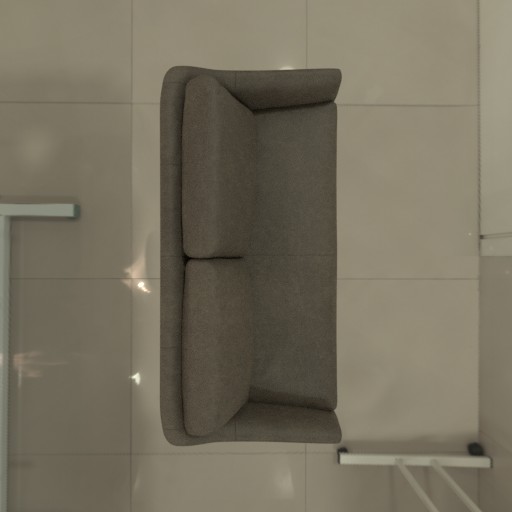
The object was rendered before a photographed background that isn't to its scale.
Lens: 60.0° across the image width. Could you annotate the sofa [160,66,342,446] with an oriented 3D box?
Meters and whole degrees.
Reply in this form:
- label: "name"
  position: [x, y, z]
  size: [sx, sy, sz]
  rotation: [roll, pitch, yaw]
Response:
- label: "sofa"
  position: [0.000, 0.000, 2.522]
  size: [0.960, 0.902, 2.036]
  rotation: [0, 90, -1]
